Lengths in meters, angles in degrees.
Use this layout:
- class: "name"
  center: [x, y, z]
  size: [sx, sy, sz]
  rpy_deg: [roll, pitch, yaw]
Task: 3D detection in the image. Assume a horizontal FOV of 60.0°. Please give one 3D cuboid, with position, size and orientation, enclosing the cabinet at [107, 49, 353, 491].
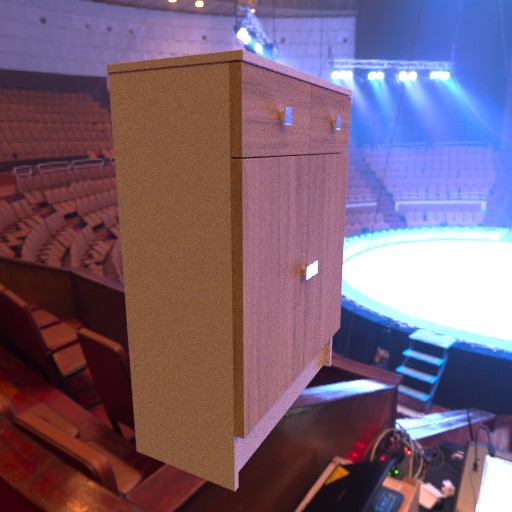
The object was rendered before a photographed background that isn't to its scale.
- class: "cabinet"
  center: [0.000, 0.000, 1.094]
  size: [0.296, 0.815, 0.600]
  rpy_deg: [7, 16, 27]
